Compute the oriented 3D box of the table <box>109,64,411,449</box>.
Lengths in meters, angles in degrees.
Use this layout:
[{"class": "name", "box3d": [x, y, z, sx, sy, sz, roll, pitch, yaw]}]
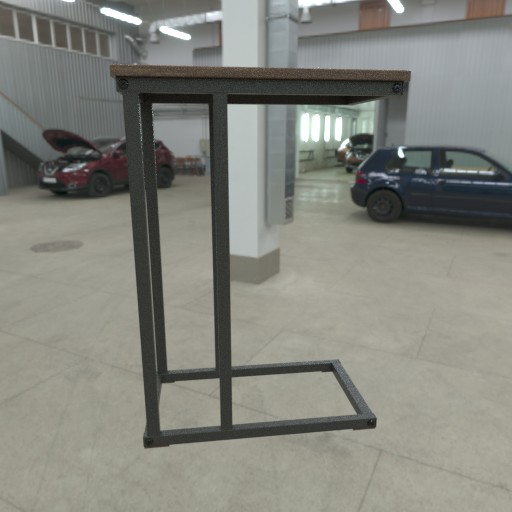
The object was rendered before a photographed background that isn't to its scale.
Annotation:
[{"class": "table", "box3d": [0.000, 0.000, 0.850, 0.450, 0.637, 0.254, -2, 15, -7]}]
